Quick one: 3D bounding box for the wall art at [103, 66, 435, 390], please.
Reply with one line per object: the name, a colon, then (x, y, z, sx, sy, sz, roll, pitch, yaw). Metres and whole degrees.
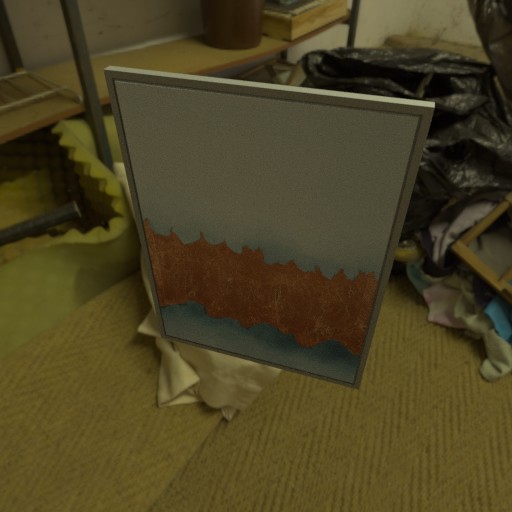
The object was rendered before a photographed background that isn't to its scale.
wall art: (0.000, 0.000, 1.363, 0.789, 1.042, 0.034, 12, 42, 13)
